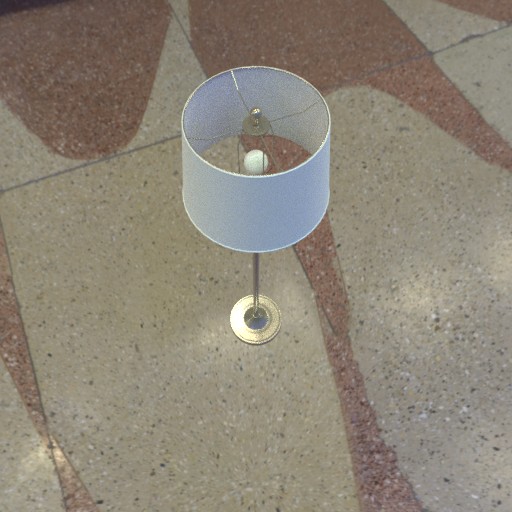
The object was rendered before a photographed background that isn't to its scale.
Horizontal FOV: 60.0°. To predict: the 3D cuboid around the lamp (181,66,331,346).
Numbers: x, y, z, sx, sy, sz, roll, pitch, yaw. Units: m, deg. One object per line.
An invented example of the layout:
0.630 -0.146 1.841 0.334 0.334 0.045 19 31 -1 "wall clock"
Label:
0.000 0.000 1.689 0.431 1.488 0.431 0 63 0 "lamp"
